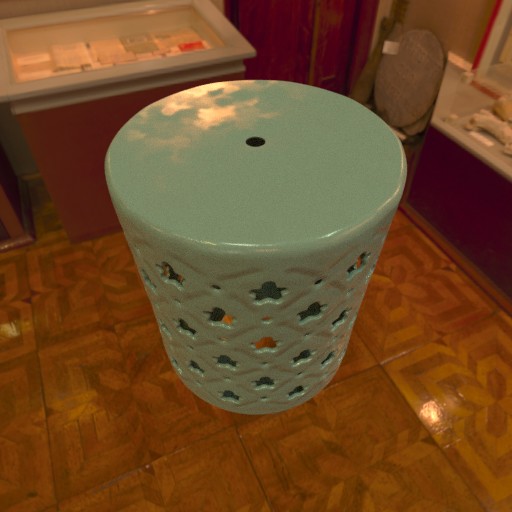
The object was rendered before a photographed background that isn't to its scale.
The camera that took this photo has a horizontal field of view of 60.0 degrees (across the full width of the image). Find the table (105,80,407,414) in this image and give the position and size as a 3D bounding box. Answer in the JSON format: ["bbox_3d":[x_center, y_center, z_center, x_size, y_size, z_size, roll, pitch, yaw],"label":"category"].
[{"bbox_3d":[0.000,0.000,0.656,0.352,0.387,0.352,0,46,0],"label":"table"}]
